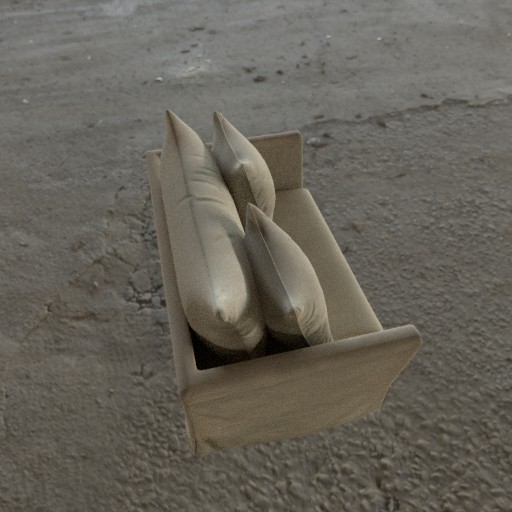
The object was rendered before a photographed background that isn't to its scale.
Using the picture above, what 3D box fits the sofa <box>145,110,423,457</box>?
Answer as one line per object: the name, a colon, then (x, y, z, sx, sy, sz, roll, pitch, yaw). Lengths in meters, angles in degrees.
sofa: (0.000, 0.000, 2.342, 1.035, 1.040, 1.608, -10, 48, -10)
